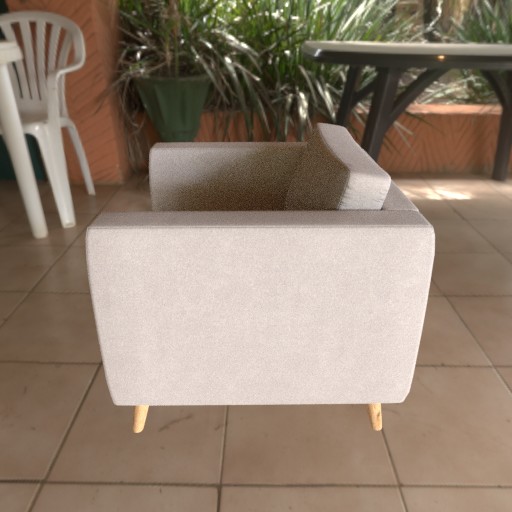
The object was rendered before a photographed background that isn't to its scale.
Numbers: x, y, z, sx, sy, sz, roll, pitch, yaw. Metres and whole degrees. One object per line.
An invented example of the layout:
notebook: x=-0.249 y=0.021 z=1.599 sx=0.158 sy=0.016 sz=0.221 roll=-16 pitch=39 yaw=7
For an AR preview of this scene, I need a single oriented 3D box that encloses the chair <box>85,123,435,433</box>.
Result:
chair: x=0.000 y=0.000 z=1.676 sx=0.930 sy=0.860 sz=1.000 roll=0 pitch=27 yaw=-1
